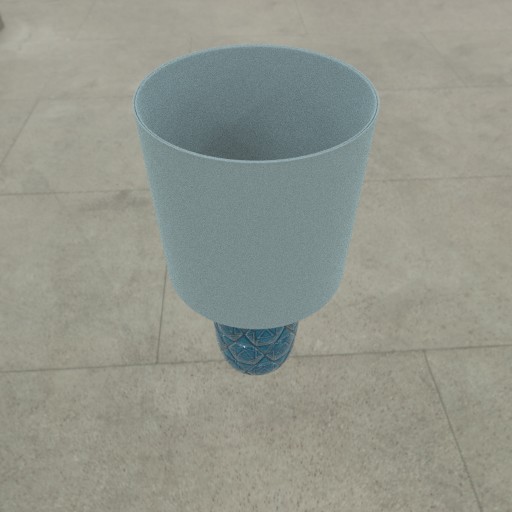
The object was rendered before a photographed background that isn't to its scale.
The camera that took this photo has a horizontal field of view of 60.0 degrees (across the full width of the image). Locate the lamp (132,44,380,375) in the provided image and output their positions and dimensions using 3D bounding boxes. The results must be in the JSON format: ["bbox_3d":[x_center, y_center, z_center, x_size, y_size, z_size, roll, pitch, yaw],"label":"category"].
[{"bbox_3d":[0.000,0.000,0.488,0.193,0.377,0.193,-30,53,-26],"label":"lamp"}]
